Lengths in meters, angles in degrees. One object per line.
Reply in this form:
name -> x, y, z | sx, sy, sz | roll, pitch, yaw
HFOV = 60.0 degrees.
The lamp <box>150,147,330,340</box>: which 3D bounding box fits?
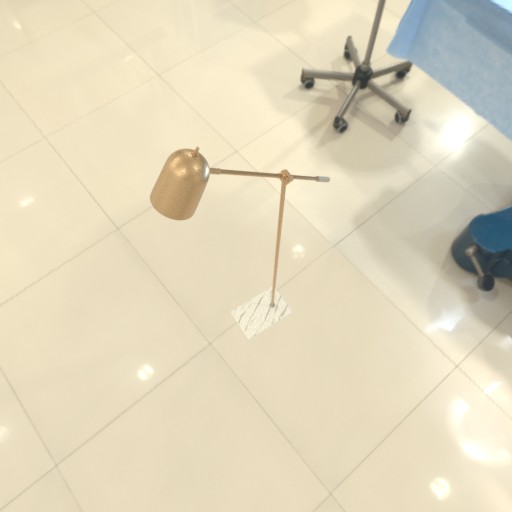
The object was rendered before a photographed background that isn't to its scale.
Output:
lamp -> 0.000, 0.000, 1.847 | 0.653, 1.594, 0.194 | -30, 68, -14
